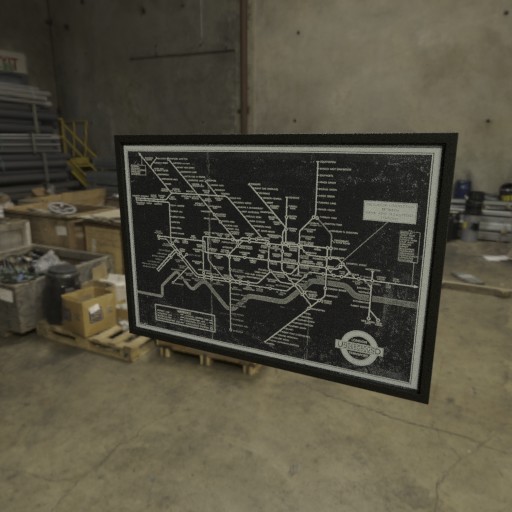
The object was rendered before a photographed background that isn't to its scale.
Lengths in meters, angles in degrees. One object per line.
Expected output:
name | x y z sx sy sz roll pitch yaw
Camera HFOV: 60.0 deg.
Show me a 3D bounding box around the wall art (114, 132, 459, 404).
wall art | 0.000 0.000 1.526 1.192 0.811 0.013 7 16 25
